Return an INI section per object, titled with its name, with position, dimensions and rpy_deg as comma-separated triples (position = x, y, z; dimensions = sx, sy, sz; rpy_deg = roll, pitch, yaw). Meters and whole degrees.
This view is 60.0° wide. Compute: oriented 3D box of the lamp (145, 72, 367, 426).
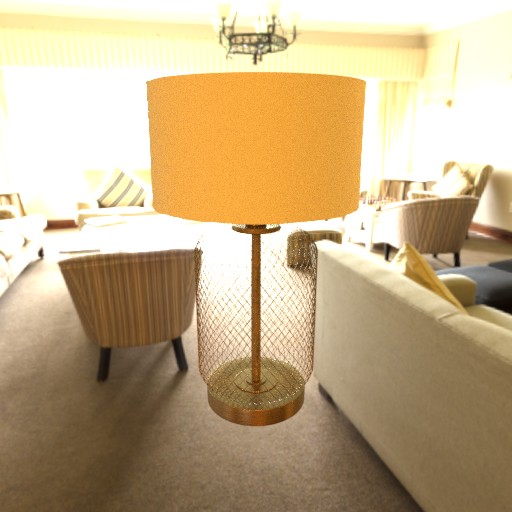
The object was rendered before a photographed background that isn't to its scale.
[lamp]
position = 0.000, 0.000, 0.800
dimensions = 0.353, 0.578, 0.353
rpy_deg = 0, 16, 0
